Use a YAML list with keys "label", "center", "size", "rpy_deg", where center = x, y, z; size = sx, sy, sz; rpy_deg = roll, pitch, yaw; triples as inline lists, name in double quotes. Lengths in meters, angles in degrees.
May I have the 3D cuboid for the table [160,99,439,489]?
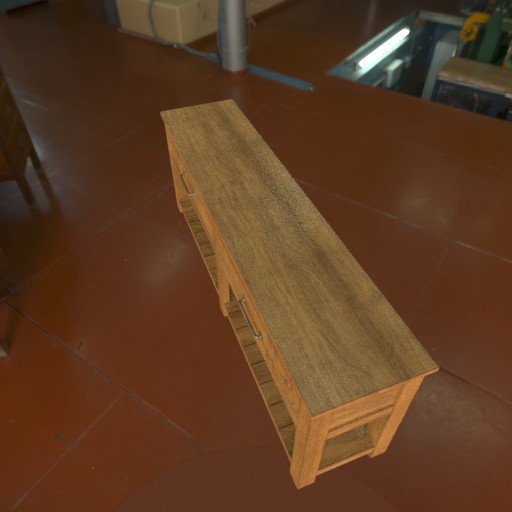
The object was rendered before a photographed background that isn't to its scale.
- label: "table"
  center: [0.000, 0.000, 2.041]
  size: [0.425, 0.635, 1.815]
  rpy_deg: [-15, 47, -15]
